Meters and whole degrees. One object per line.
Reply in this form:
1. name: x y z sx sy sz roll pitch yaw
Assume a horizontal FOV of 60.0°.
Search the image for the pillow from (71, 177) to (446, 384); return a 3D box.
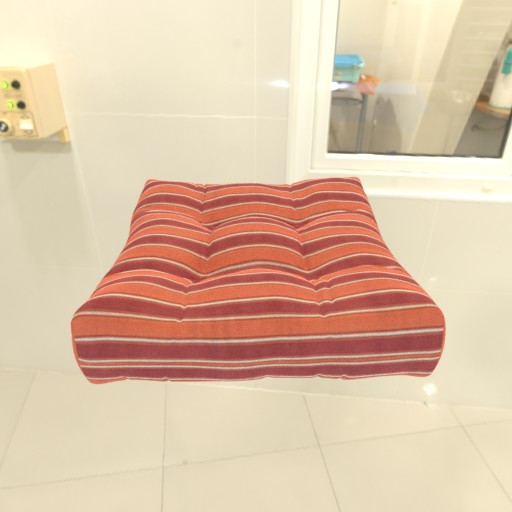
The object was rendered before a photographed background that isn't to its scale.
1. pillow: 0.000 0.000 0.739 0.468 0.133 0.490 -1 31 -1
